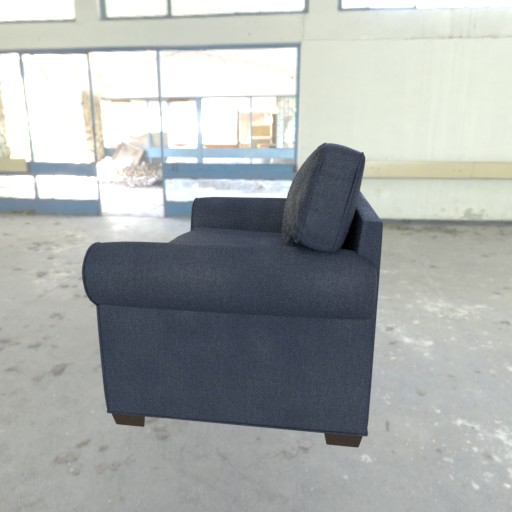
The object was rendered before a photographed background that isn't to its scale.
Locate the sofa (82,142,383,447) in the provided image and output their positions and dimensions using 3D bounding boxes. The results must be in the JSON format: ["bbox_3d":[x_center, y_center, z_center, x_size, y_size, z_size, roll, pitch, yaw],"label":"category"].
[{"bbox_3d":[0.000,0.000,2.014,0.938,1.004,1.405,2,15,8],"label":"sofa"}]
